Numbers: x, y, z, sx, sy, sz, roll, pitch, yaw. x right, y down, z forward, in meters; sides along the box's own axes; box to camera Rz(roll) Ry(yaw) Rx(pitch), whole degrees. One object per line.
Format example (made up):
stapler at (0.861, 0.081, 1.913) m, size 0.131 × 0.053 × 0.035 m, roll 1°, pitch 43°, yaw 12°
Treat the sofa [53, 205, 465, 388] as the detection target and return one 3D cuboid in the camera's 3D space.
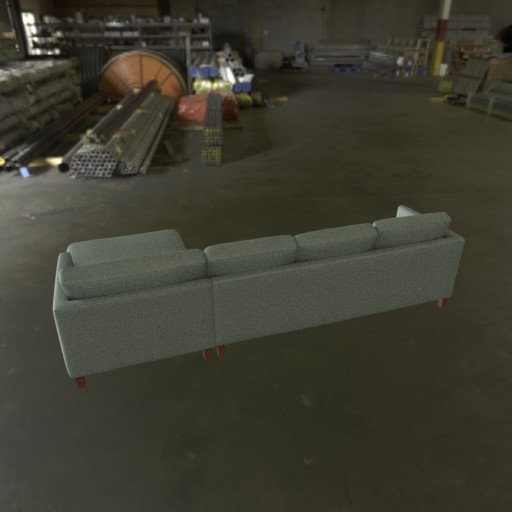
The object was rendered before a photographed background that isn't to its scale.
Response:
sofa at (0.000, 0.000, 4.236) m, size 3.471 × 0.950 × 1.604 m, roll -9°, pitch 29°, yaw -17°
